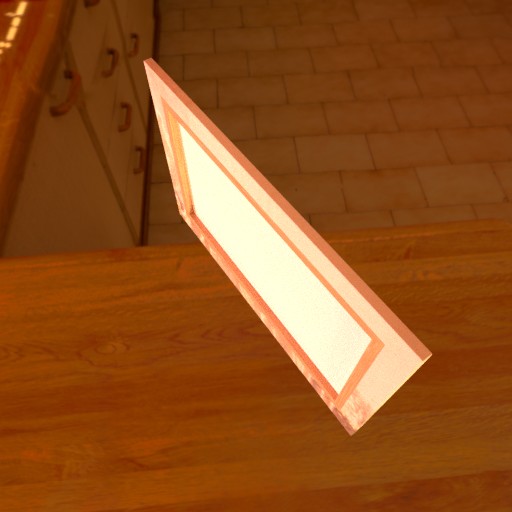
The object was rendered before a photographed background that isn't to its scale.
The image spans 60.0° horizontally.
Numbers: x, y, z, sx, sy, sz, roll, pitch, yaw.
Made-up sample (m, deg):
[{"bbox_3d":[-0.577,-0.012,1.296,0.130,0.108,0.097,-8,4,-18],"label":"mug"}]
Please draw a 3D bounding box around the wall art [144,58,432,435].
[{"bbox_3d":[0.000,0.000,1.891,0.038,1.012,1.525,-31,63,-18],"label":"wall art"}]
